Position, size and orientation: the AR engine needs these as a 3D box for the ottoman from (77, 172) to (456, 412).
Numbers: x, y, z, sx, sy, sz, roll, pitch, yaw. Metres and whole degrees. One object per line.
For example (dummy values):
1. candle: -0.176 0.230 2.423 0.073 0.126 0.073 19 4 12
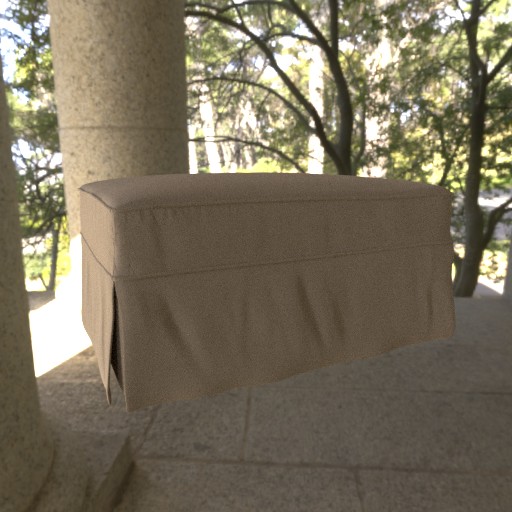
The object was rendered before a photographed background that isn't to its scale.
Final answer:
1. ottoman: 0.000 0.000 1.306 0.959 0.482 0.721 -6 13 -26
